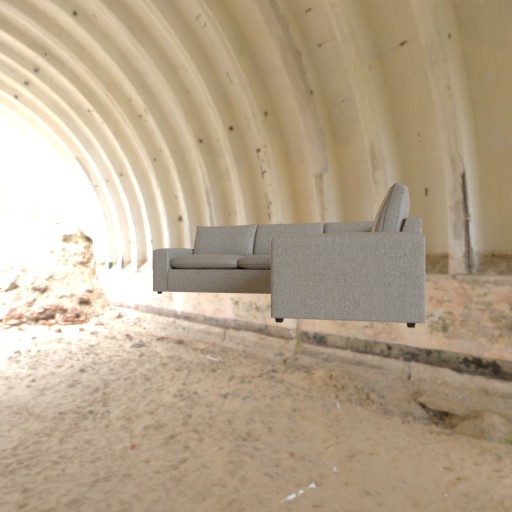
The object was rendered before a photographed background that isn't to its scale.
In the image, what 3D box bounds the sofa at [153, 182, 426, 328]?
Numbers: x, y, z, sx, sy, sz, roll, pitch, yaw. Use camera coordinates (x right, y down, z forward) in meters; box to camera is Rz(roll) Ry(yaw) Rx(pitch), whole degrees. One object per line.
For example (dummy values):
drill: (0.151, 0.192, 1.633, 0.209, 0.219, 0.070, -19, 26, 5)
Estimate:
sofa: (0.000, 0.000, 3.960, 2.622, 0.800, 2.742, 0, -1, 16)
